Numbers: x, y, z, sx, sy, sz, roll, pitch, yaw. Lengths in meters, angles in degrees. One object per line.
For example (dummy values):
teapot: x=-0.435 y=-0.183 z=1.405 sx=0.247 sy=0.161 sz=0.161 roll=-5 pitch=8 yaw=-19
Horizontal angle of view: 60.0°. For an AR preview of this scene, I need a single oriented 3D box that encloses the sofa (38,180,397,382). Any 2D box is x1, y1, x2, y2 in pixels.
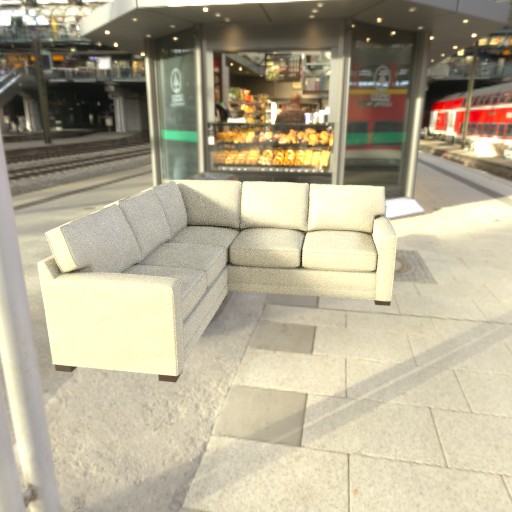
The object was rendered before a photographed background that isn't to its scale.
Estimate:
sofa: x=0.000 y=0.000 z=3.458 sx=2.211 sy=0.936 sz=2.188 roll=3 pitch=17 yaw=8
